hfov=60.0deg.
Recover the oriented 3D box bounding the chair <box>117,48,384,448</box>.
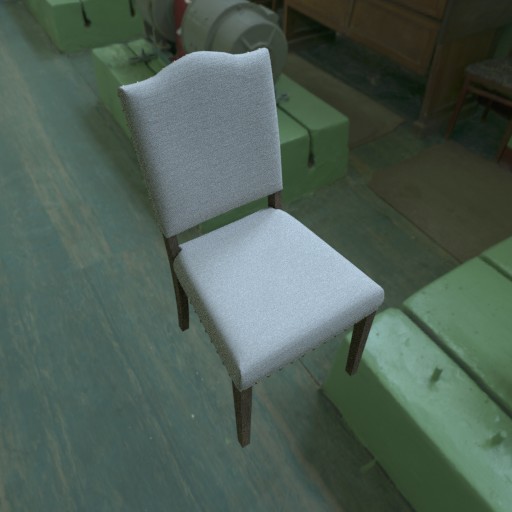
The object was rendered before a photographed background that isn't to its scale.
[{"bbox_3d":[0.000,0.000,1.342,0.508,1.020,0.620,-26,52,-22],"label":"chair"}]
